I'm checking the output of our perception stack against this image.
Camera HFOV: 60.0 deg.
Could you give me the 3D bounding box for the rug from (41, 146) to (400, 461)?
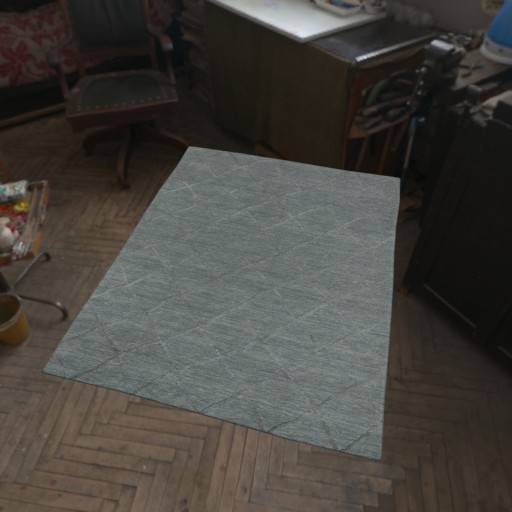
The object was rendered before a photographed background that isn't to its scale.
[{"bbox_3d":[0.000,0.000,3.990,2.438,0.013,3.048,11,48,10],"label":"rug"}]
